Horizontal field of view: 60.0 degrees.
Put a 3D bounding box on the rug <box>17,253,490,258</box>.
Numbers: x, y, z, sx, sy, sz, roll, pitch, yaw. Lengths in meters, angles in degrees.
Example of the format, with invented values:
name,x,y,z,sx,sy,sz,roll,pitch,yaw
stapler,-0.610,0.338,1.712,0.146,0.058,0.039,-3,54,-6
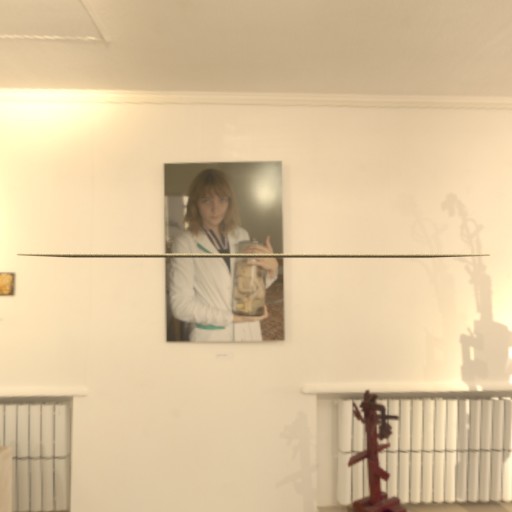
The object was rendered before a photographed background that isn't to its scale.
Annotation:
name,x,y,z,sx,sy,sz,roll,pitch,yaw
rug,0.000,0.000,2.647,2.435,0.009,0.750,0,-1,-3
